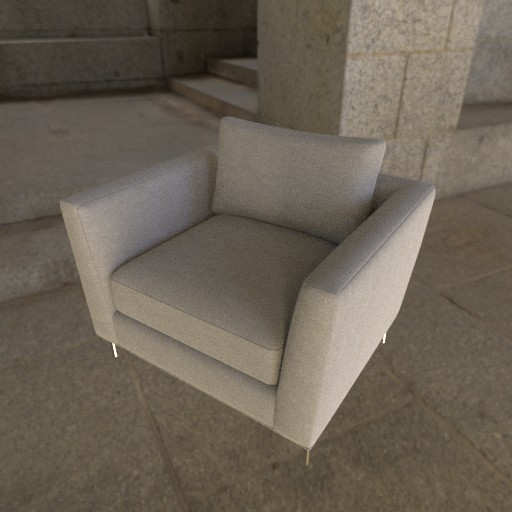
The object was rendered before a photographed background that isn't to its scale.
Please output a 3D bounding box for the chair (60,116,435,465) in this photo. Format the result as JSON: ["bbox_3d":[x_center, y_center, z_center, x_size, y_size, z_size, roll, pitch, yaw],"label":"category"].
[{"bbox_3d":[0.000,0.000,1.683,1.041,0.864,0.889,18,34,29],"label":"chair"}]
